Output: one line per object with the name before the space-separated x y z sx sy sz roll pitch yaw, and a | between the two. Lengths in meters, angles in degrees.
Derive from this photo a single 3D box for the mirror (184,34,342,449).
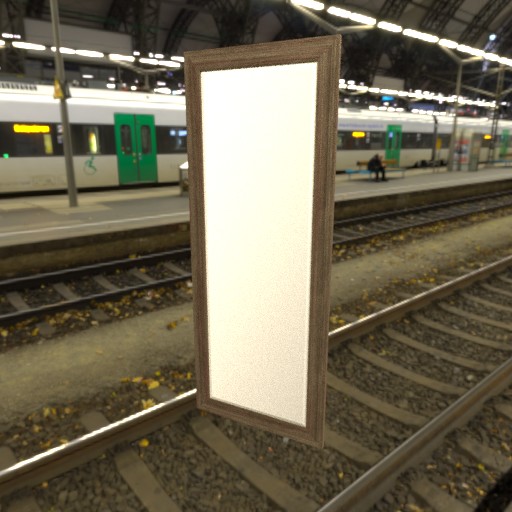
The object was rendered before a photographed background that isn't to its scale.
mirror | 0.000 0.000 2.314 0.812 2.032 0.025 7 16 27
